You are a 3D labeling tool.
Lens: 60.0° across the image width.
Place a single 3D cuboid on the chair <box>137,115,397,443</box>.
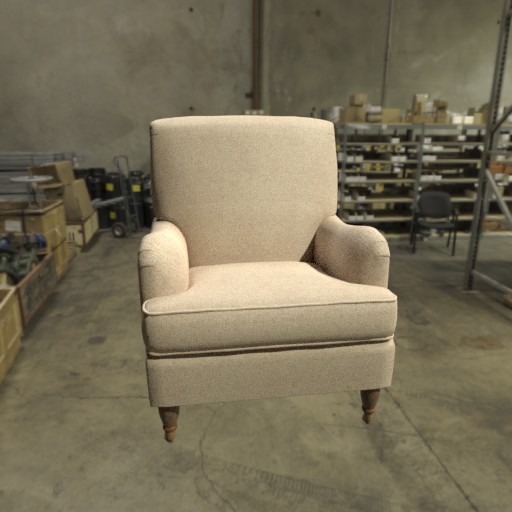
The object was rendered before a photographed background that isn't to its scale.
[{"bbox_3d":[0.000,0.000,1.823,0.879,1.119,0.953,-2,16,-8],"label":"chair"}]
